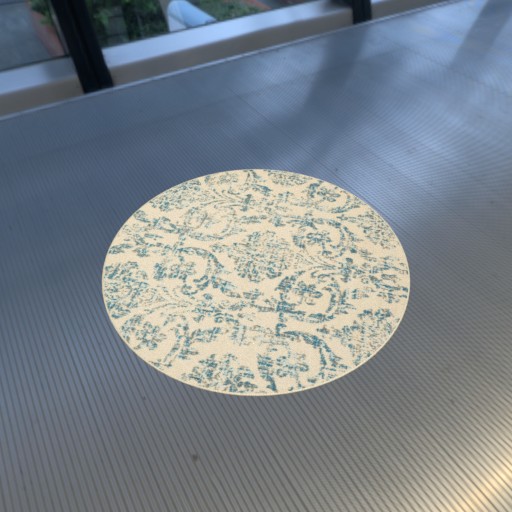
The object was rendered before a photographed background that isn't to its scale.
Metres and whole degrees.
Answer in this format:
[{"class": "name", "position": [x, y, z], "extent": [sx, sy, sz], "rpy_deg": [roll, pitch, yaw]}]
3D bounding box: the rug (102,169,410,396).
[{"class": "rug", "position": [0.000, 0.000, 2.356], "extent": [1.593, 0.012, 1.593], "rpy_deg": [0, 46, 0]}]
